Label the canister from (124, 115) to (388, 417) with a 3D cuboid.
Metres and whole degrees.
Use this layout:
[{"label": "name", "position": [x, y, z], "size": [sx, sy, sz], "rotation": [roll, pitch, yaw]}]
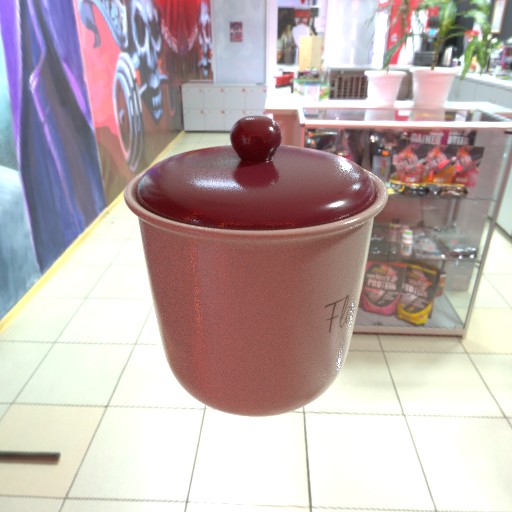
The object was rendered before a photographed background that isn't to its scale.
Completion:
[{"label": "canister", "position": [0.000, 0.000, 0.341], "size": [0.182, 0.208, 0.182], "rotation": [0, 27, 0]}]
